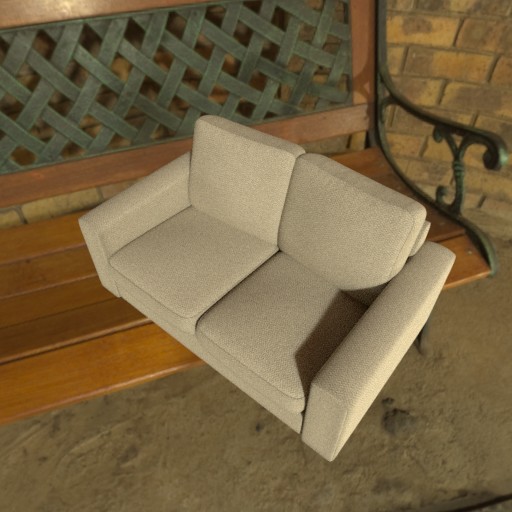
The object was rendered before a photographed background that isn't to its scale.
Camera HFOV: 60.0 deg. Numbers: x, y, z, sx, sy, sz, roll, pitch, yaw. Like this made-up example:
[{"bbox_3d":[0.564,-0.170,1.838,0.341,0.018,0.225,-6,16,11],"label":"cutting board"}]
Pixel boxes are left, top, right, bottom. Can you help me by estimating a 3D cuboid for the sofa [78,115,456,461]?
[{"bbox_3d":[0.000,0.000,2.246,1.616,0.873,1.016,30,53,26],"label":"sofa"}]
